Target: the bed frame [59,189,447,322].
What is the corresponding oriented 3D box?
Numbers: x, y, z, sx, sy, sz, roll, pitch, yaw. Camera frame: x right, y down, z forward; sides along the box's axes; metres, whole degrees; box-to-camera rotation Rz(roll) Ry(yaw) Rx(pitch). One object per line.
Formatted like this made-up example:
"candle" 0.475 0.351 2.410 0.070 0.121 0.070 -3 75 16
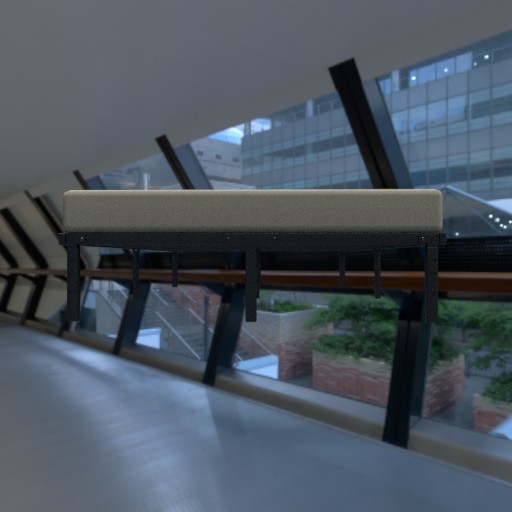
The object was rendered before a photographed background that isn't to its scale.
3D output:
"bed frame" 0.000 0.000 3.566 1.990 0.680 2.635 0 0 1
